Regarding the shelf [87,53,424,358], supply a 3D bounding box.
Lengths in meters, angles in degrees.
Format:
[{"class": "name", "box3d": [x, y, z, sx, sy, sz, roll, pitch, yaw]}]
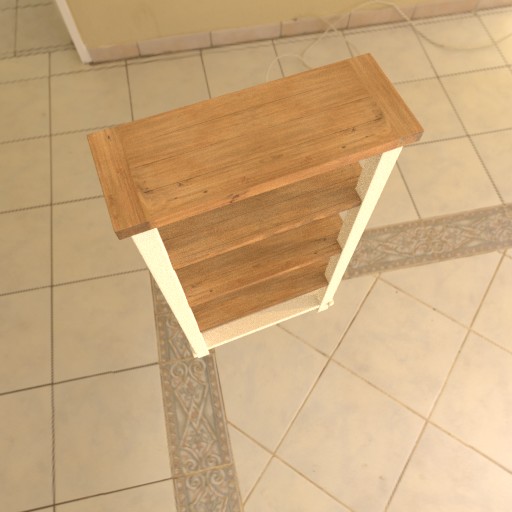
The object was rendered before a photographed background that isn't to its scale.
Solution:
[{"class": "shelf", "box3d": [0.000, 0.000, 2.276, 1.022, 1.878, 0.381, -19, 67, -9]}]
